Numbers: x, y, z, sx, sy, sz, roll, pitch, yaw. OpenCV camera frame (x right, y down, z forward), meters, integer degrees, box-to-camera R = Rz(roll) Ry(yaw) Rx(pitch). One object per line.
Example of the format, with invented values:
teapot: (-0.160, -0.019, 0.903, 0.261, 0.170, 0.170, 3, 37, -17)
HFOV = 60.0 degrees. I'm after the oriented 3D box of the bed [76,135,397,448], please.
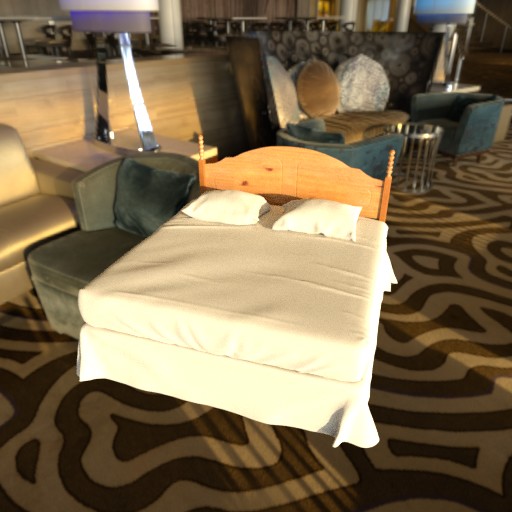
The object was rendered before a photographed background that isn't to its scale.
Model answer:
bed: (0.000, 0.000, 3.606, 2.322, 1.355, 2.219, 9, 29, 16)
